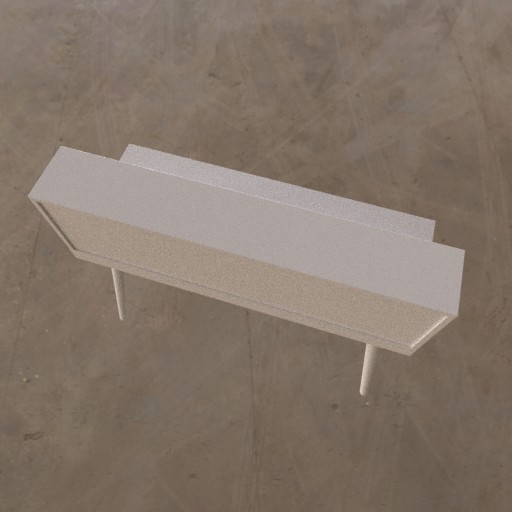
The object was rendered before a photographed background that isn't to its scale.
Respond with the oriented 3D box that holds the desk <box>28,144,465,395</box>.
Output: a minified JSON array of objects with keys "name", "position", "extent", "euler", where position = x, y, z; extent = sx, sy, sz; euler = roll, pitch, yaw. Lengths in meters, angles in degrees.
[{"name":"desk","position":[0.000,0.000,1.721],"extent":[1.199,0.990,0.559],"euler":[16,64,8]}]
